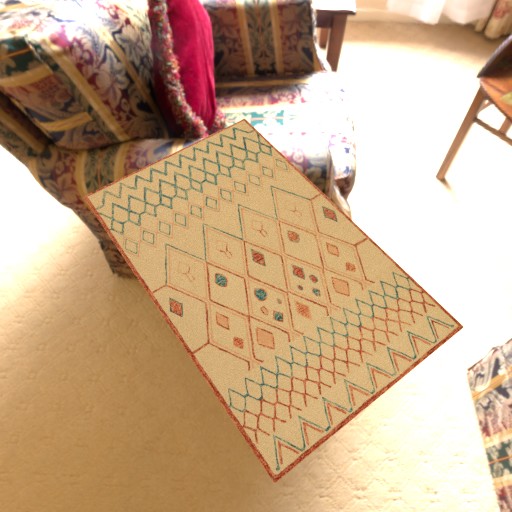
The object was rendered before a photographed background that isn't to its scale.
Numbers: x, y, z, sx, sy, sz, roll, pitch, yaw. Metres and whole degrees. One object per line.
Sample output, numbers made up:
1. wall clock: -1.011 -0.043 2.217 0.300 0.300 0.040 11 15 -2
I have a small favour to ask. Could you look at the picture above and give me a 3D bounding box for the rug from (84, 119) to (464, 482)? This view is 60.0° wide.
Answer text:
1. rug: 0.000 0.000 3.128 1.524 0.015 2.438 -31 63 -18
